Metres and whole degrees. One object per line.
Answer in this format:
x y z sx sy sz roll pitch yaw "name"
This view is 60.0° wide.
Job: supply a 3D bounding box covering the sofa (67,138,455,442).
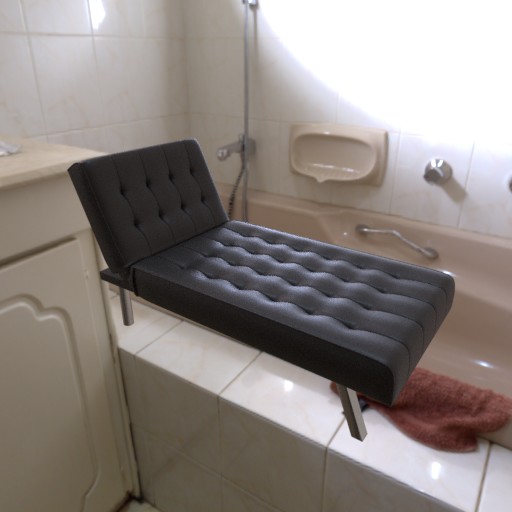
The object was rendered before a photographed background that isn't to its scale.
0.000 0.000 1.984 1.560 0.820 0.760 17 29 32 "sofa"
